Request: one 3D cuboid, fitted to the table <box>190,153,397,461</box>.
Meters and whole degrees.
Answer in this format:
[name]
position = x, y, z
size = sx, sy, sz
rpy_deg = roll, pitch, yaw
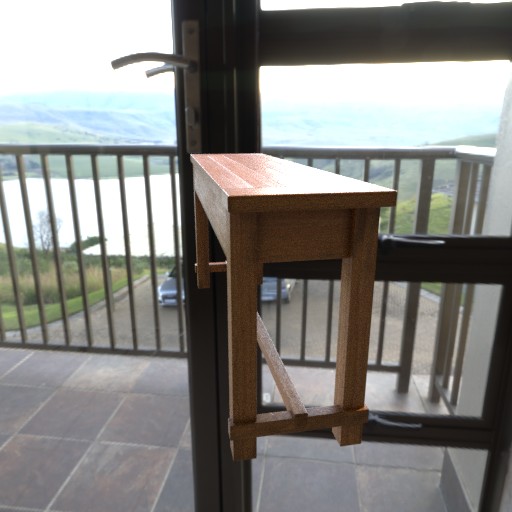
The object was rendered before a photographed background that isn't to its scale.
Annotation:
[table]
position = 0.000, 0.000, 1.890
size = 0.442, 0.762, 1.599
rpy_deg = -3, 17, -11
